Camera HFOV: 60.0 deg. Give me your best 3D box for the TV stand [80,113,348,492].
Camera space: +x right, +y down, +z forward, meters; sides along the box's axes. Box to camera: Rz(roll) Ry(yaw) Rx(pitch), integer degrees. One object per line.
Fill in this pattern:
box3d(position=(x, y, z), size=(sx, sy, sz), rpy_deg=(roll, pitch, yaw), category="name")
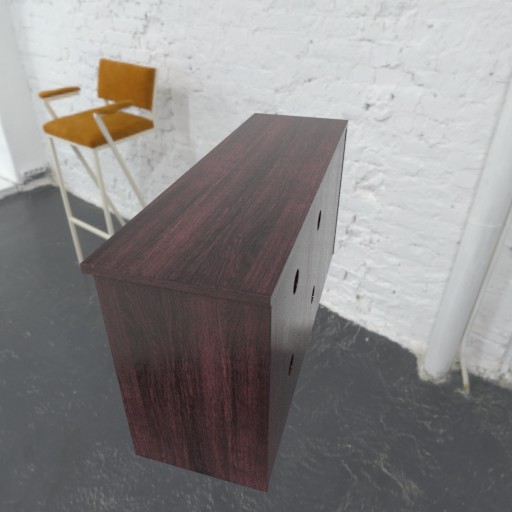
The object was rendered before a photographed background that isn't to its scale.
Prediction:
box3d(position=(0.000, 0.000, 1.463), size=(0.404, 0.614, 1.192), rpy_deg=(9, 33, 14), category="TV stand")
